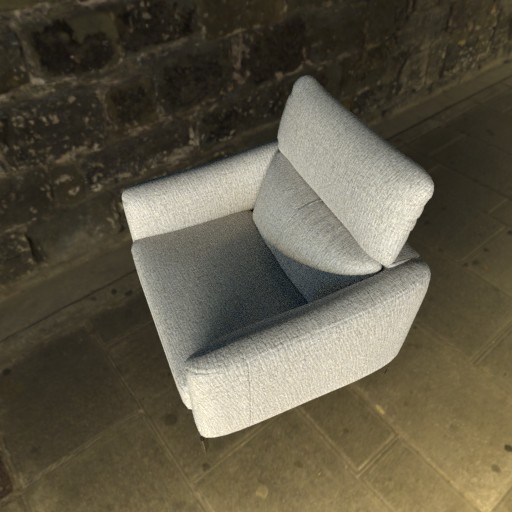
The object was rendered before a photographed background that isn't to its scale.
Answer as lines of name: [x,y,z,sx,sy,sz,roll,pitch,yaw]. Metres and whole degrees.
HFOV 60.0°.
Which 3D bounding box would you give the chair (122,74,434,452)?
chair: [0.000,0.000,1.653,0.835,0.967,0.972,-18,49,-16]
